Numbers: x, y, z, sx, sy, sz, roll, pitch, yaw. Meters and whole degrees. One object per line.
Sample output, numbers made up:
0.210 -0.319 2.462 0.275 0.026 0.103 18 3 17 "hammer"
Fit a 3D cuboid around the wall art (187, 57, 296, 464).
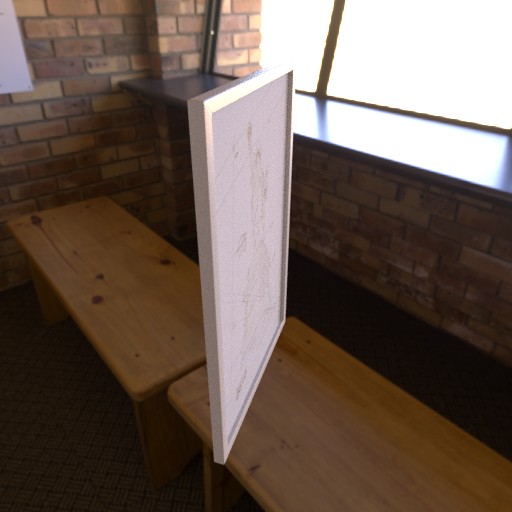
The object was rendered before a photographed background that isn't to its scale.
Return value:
0.000 0.000 1.538 0.038 1.183 0.808 9 31 16 "wall art"
